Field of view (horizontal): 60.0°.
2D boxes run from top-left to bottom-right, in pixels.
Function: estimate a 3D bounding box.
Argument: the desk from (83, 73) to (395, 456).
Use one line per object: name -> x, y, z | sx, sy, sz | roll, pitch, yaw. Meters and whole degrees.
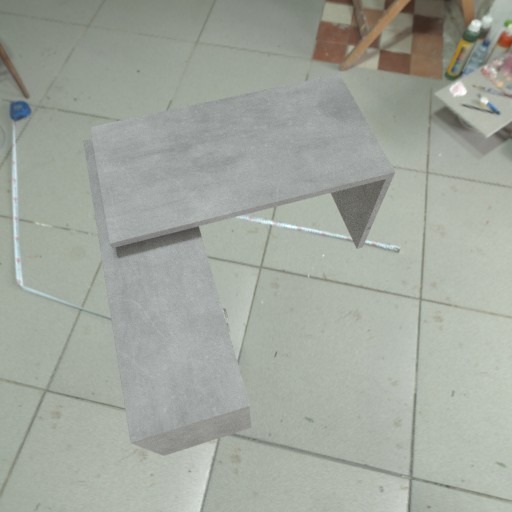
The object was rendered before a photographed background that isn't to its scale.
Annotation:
desk -> 0.000, 0.000, 2.289 | 1.400, 0.740, 1.500 | -15, 63, -8
